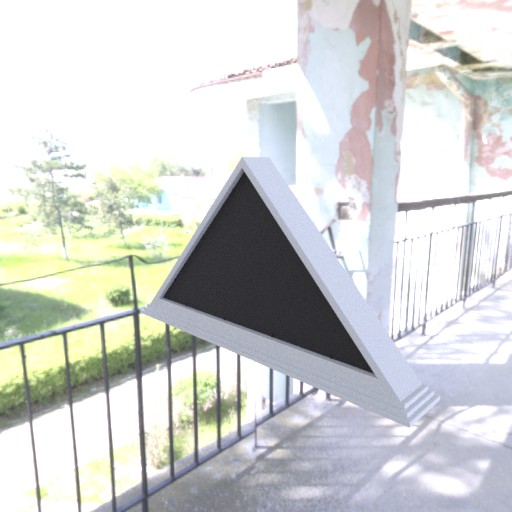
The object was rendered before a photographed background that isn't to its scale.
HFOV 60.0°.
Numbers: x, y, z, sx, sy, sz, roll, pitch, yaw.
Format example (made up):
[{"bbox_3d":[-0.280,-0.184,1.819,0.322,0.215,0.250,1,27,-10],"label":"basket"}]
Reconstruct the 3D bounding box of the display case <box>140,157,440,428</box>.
[{"bbox_3d":[0.000,0.000,0.781,0.640,0.340,0.095,11,16,43],"label":"display case"}]
